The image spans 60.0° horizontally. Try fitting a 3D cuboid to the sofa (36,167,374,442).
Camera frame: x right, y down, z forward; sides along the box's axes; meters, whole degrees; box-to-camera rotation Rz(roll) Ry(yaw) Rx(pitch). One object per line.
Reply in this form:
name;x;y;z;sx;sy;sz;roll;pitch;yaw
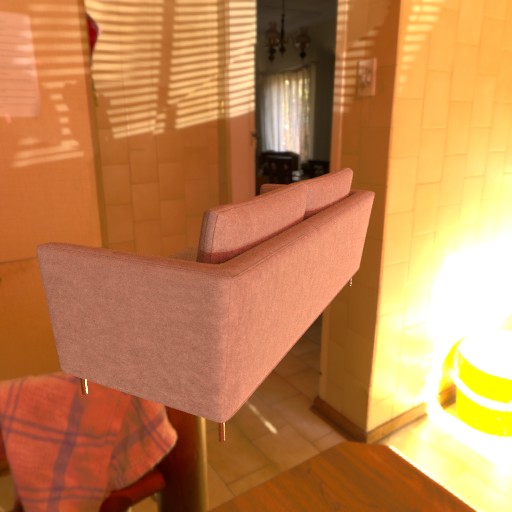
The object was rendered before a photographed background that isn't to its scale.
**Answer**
sofa;0.000;0.000;2.500;0.889;0.864;2.121;8;18;25
